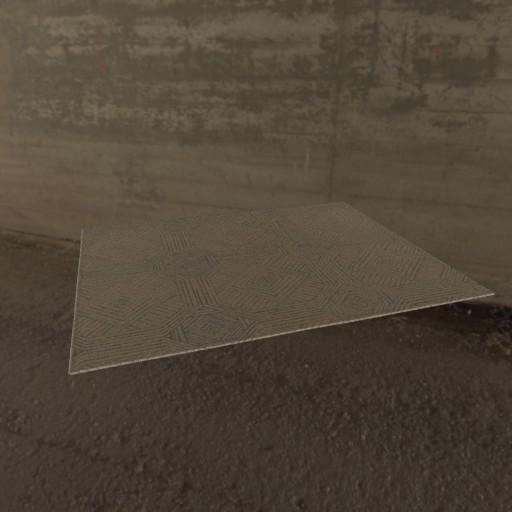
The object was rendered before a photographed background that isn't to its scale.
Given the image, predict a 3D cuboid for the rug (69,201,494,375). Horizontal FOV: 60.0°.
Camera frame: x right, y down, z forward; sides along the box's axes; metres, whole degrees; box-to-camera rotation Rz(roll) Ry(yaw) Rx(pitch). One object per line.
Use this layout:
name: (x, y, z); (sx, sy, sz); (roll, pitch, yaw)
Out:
rug: (0.000, 0.000, 4.029); (3.049, 0.015, 2.457); (-8, 26, -16)
